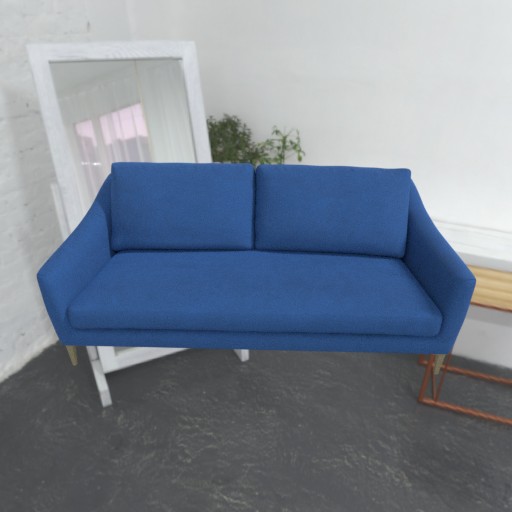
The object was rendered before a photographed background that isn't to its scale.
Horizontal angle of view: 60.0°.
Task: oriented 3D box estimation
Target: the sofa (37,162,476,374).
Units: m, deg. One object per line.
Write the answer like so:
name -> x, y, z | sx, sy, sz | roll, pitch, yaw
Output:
sofa -> 0.000, 0.000, 2.498 | 2.036, 0.903, 0.960 | 1, 29, 2
